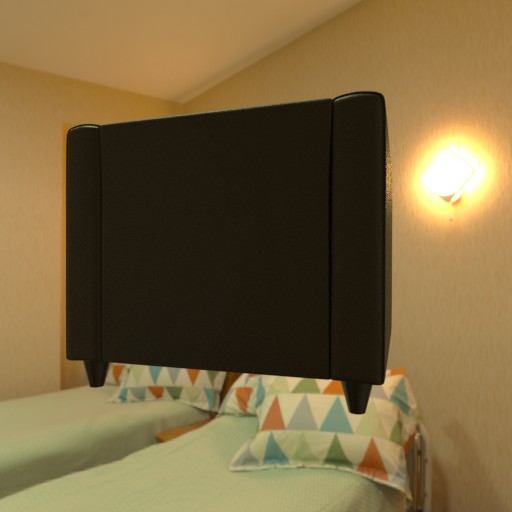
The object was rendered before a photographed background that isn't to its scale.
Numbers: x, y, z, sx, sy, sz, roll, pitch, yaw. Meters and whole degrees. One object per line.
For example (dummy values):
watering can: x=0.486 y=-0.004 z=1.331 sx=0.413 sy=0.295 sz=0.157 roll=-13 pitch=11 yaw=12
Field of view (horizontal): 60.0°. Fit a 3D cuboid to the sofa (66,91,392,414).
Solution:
sofa: x=0.000 y=0.000 z=1.442 sx=0.839 sy=0.724 sz=0.809 roll=0 pitch=-1 yaw=18
